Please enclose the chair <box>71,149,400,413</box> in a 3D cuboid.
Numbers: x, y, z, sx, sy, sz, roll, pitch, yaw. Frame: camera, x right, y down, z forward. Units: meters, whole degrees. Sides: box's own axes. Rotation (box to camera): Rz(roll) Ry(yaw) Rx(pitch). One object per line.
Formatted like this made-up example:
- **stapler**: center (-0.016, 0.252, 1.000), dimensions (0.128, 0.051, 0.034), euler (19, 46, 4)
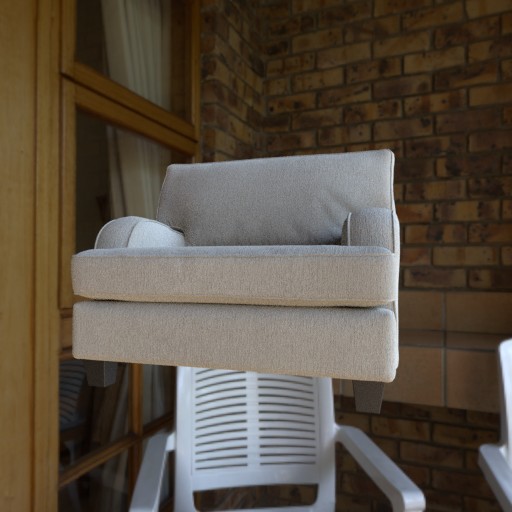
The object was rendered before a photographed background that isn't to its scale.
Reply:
- **chair**: center (0.000, 0.000, 1.987), dimensions (1.220, 1.016, 1.041), euler (0, -1, 17)
